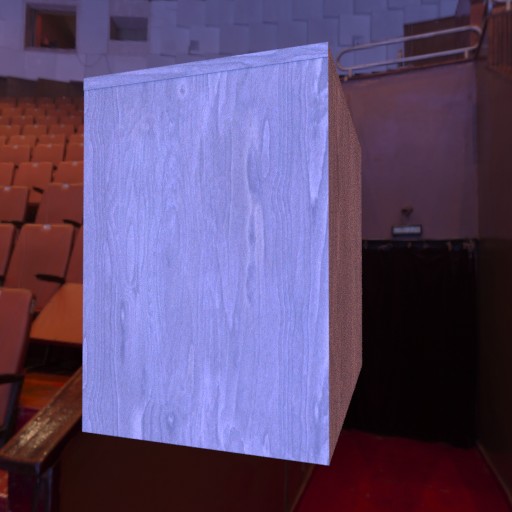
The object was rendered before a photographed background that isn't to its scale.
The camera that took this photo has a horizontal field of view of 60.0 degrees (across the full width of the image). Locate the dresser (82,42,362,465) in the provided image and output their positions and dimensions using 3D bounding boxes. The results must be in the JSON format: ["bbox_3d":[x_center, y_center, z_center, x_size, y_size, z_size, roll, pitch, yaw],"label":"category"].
[{"bbox_3d":[0.000,0.000,1.262,0.529,0.762,0.809,0,-1,18],"label":"dresser"}]
